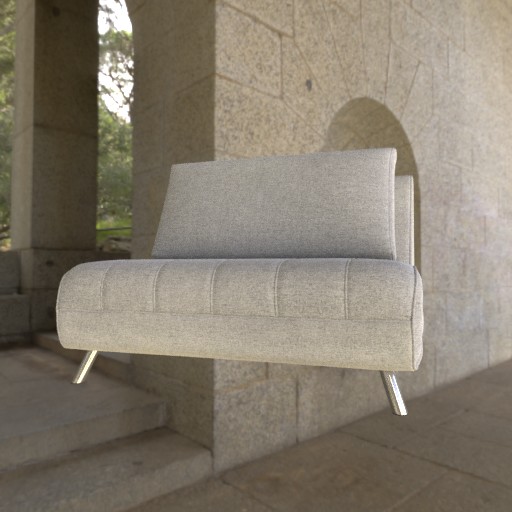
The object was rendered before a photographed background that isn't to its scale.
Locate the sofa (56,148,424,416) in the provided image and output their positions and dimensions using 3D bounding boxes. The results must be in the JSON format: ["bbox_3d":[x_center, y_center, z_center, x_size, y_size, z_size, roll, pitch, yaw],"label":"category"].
[{"bbox_3d":[0.000,0.000,1.780,1.220,0.910,0.910,0,-1,18],"label":"sofa"}]
